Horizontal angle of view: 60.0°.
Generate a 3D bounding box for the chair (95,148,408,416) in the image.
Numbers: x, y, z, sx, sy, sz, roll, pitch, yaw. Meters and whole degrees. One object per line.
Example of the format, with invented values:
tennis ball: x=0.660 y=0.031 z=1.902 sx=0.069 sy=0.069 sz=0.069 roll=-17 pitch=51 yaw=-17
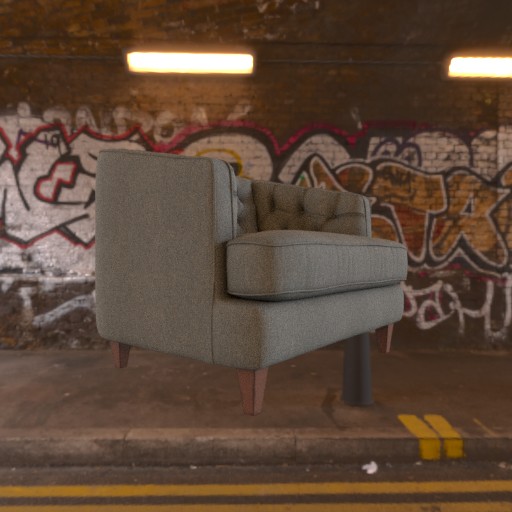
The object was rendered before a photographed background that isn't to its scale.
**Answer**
chair: x=0.000 y=0.000 z=1.795 sx=0.945 sy=0.852 sz=1.094 roll=0 pitch=0 yaw=38
